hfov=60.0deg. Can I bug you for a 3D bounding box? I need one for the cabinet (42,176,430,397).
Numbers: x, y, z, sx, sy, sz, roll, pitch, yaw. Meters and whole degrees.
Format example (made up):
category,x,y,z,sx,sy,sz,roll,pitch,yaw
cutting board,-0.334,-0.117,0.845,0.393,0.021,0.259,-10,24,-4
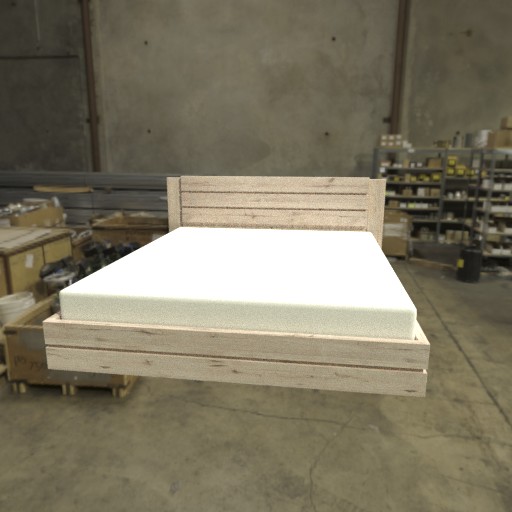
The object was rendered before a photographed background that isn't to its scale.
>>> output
category,x,y,z,sx,sy,sz,roll,pitch,yaw
cabinet,0.000,0.000,3.064,1.950,0.970,2.080,2,13,8
